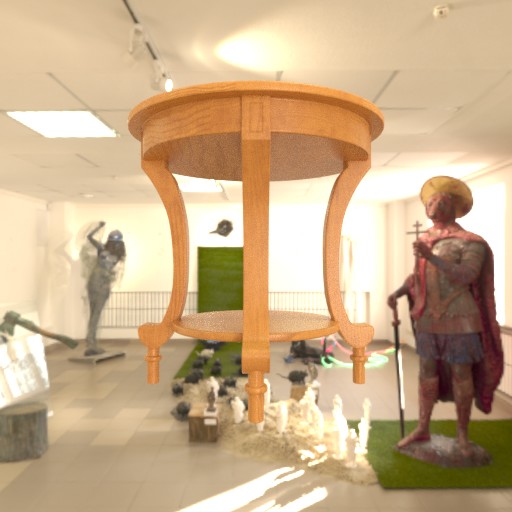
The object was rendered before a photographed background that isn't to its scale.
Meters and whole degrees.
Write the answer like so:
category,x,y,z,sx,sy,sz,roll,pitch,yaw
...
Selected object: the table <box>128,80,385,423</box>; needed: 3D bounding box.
category,x,y,z,sx,sy,sz,roll,pitch,yaw
table,0.000,0.000,1.071,0.597,0.612,0.597,0,0,0
